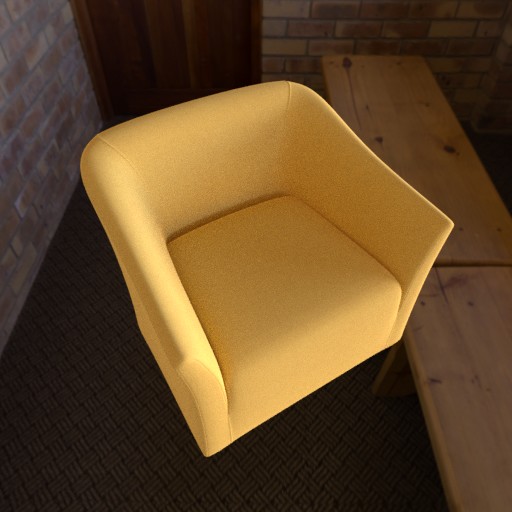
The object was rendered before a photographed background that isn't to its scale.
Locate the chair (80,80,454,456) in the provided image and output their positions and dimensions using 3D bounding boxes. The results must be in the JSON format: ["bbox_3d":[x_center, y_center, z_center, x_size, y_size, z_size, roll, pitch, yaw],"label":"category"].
[{"bbox_3d":[0.000,0.000,1.345,0.790,0.720,0.700,-24,51,-21],"label":"chair"}]
